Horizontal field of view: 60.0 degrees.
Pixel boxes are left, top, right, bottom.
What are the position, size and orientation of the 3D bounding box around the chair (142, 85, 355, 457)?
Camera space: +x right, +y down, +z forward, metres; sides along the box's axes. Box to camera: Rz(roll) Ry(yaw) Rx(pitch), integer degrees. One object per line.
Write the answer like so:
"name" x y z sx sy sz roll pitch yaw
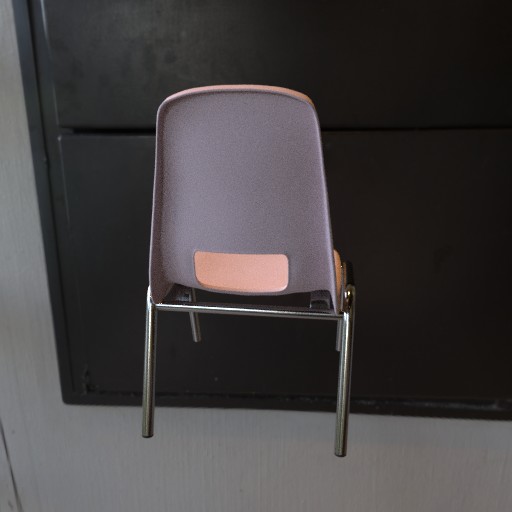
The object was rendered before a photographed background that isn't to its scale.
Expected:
"chair" 0.000 0.000 0.792 0.354 0.536 0.385 2 15 8
